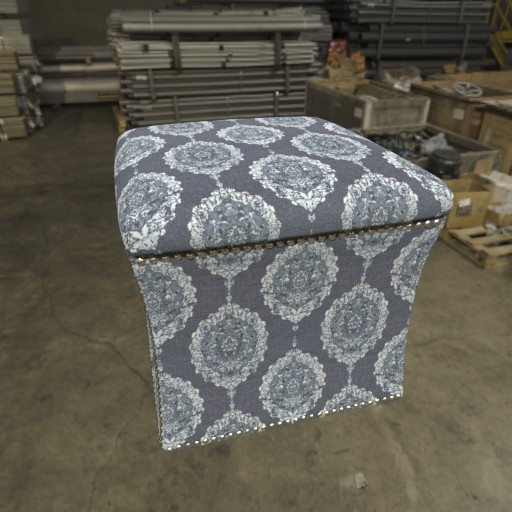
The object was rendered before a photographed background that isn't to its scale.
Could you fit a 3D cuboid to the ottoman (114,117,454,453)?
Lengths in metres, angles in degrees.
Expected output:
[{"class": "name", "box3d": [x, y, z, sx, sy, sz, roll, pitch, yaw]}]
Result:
[{"class": "ottoman", "box3d": [0.000, 0.000, 0.895, 0.497, 0.475, 0.507, -8, 30, -14]}]
